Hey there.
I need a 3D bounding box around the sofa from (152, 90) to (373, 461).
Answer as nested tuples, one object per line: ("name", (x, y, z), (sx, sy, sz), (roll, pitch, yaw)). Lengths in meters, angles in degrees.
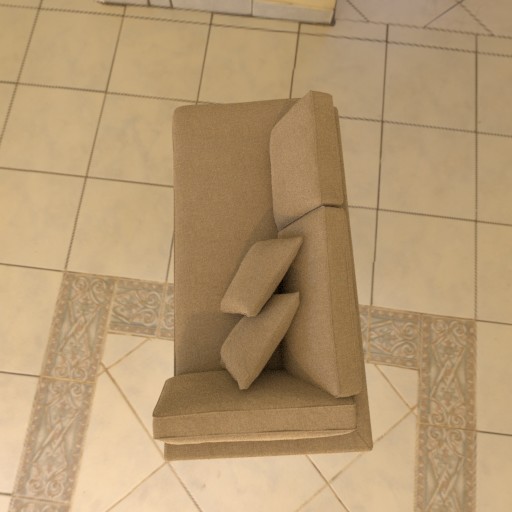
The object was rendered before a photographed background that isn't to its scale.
("sofa", (0.000, 0.000, 2.788), (1.110, 1.019, 2.238), (-3, 76, -1))
